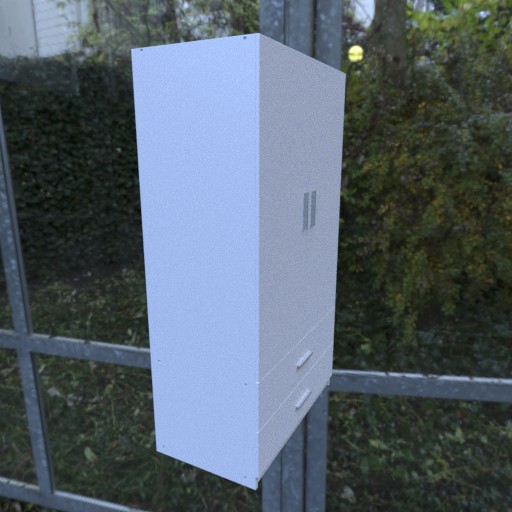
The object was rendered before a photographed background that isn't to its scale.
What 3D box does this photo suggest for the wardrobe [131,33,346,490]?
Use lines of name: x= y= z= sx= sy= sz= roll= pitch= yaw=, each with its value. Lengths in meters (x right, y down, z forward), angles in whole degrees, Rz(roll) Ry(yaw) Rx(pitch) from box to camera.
wardrobe: x=0.000 y=0.000 z=2.235 sx=0.577 sy=1.808 sz=0.991 roll=7 pitch=16 yaw=27
